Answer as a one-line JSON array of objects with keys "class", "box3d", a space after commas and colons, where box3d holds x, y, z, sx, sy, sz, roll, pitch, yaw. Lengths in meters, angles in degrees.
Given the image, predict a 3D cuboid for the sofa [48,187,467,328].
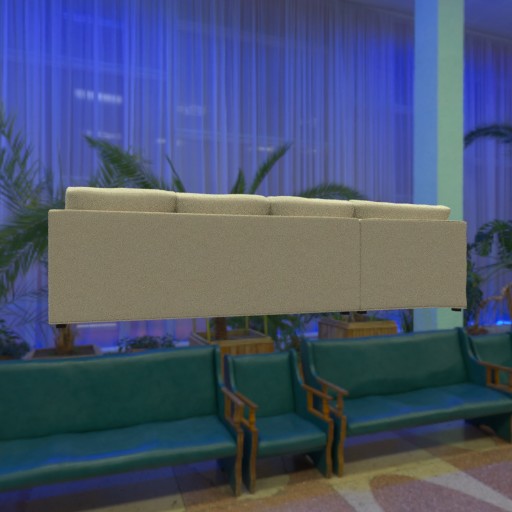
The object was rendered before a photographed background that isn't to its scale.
[{"class": "sofa", "box3d": [0.000, 0.000, 3.951, 3.205, 0.922, 1.650, 0, 0, -18]}]
